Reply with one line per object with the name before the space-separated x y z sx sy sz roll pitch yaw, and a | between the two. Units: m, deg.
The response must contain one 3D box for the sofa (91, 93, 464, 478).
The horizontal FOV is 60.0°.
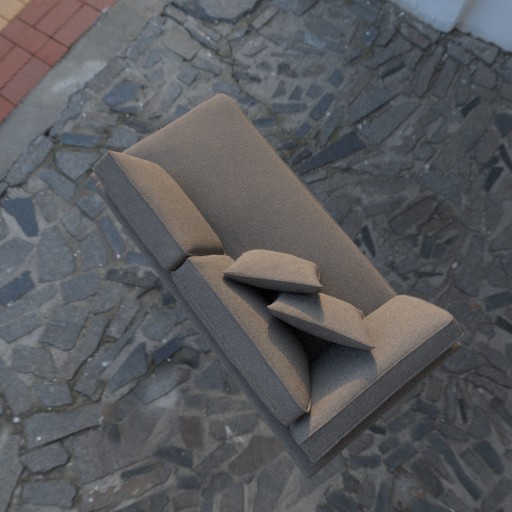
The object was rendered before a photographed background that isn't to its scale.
sofa | 0.000 0.000 2.761 1.110 1.033 2.237 -37 78 -9
